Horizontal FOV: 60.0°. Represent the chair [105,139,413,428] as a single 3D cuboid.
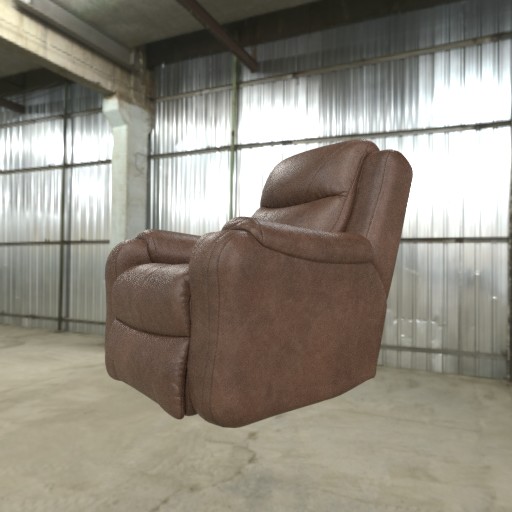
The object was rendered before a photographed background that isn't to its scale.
[{"bbox_3d":[0.000,0.000,1.813,1.067,0.990,0.940,0,-1,-37],"label":"chair"}]
